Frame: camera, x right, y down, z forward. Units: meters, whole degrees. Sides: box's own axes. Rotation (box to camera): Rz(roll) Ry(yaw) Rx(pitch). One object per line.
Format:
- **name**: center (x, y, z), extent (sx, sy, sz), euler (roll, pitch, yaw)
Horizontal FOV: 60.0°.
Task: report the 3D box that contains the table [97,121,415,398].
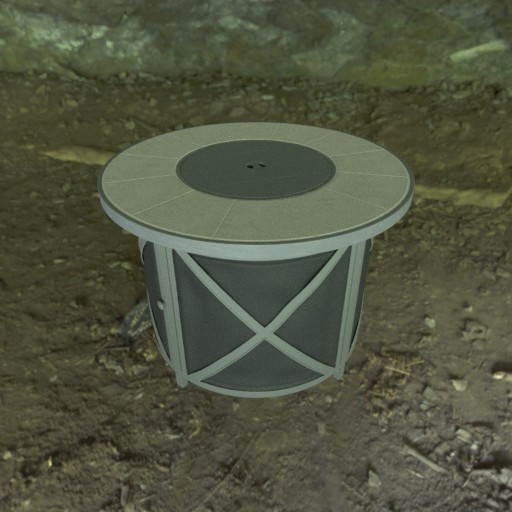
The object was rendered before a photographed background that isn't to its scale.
- **table**: center (0.000, 0.000, 1.509), extent (0.914, 0.650, 0.914), euler (0, 33, 0)
